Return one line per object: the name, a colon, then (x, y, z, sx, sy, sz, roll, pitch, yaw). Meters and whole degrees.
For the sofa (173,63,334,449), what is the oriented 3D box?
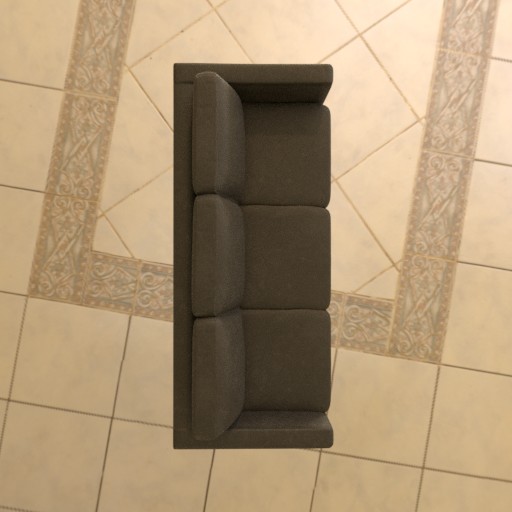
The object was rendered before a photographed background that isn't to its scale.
sofa: (0.000, 0.000, 2.550, 0.879, 0.899, 2.029, 0, 90, -1)
